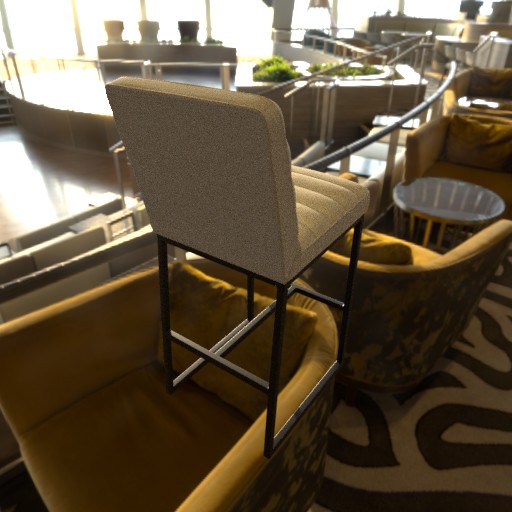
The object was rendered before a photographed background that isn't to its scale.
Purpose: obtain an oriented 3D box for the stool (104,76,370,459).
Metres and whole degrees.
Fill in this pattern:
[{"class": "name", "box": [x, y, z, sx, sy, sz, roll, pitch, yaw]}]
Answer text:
[{"class": "stool", "box": [0.000, 0.000, 1.330, 0.460, 1.040, 0.560, 20, 36, 31]}]
